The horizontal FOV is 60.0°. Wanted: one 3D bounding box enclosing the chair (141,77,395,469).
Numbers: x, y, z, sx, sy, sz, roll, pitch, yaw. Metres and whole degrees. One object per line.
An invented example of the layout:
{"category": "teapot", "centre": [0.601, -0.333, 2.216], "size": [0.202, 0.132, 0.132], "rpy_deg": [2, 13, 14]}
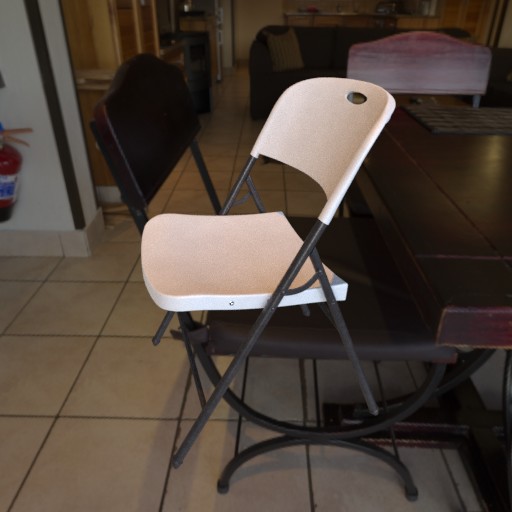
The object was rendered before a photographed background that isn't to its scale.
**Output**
{"category": "chair", "centre": [0.000, 0.000, 1.132], "size": [0.566, 0.810, 0.494], "rpy_deg": [-9, 30, -15]}
